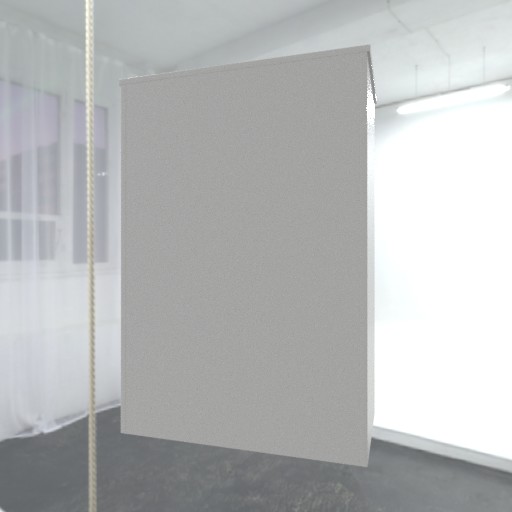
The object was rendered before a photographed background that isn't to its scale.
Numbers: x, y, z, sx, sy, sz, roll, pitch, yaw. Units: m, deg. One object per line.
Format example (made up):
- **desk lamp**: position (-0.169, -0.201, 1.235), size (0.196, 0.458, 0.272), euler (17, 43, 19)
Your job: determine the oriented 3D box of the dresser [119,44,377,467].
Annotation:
- **dresser**: position (0.000, 0.000, 1.364), size (0.704, 1.021, 0.401), euler (0, 0, 18)
